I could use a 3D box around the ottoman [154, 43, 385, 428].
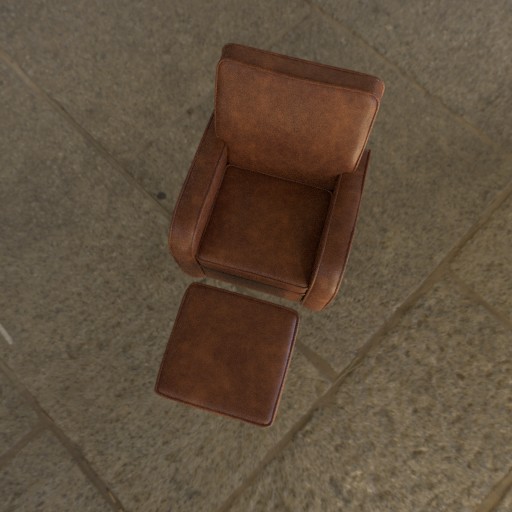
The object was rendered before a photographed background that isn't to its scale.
[{"bbox_3d":[0.000,0.000,1.871,0.732,0.904,1.314,15,74,4],"label":"ottoman"}]
